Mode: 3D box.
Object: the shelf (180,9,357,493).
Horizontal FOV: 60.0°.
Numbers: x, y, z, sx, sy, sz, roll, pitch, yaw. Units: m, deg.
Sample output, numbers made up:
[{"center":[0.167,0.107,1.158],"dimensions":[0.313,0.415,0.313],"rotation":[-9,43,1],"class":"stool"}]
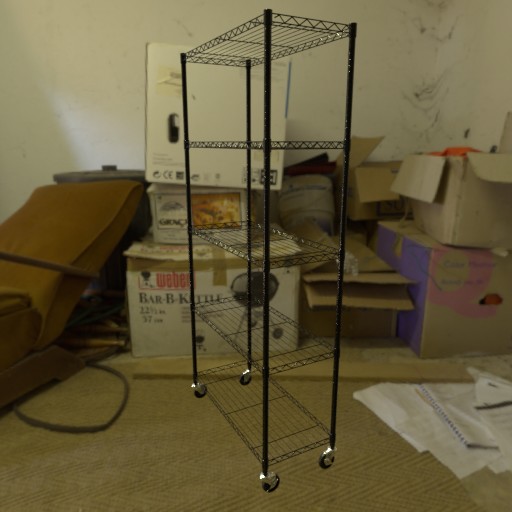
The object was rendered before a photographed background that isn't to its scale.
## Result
[{"center":[0.000,0.000,1.843],"dimensions":[0.356,1.645,0.762],"rotation":[-8,16,-27],"class":"shelf"}]
